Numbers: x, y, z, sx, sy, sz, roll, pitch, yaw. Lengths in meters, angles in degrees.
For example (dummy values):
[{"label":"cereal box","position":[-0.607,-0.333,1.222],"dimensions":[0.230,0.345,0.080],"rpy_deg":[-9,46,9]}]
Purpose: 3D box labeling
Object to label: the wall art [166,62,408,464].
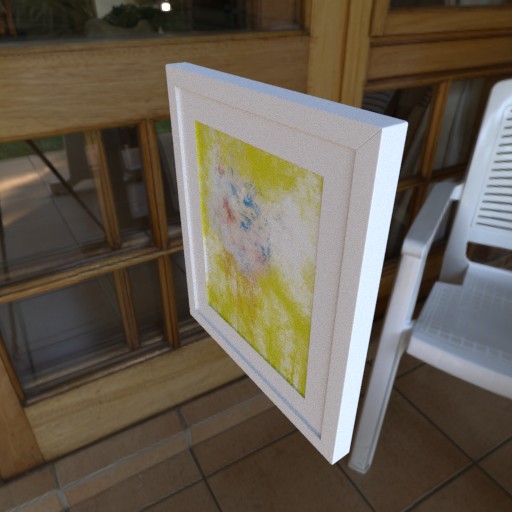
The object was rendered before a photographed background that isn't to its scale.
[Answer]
[{"label":"wall art","position":[0.000,0.000,0.521],"dimensions":[0.028,0.381,0.331],"rpy_deg":[-21,38,-30]}]
